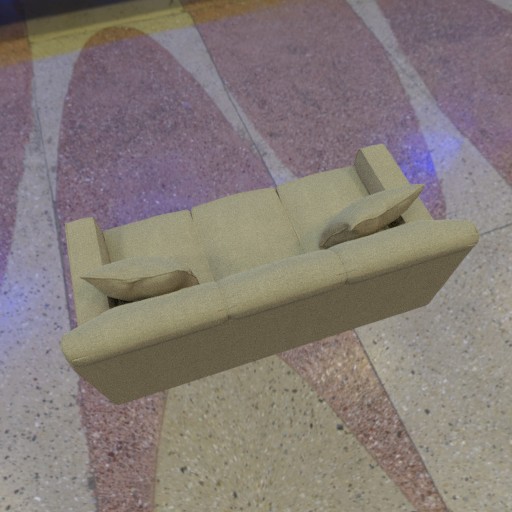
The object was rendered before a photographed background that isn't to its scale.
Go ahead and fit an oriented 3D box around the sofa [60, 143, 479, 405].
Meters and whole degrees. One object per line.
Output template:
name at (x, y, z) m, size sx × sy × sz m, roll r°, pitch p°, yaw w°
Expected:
sofa at (0.000, 0.000, 2.591) m, size 2.024 × 0.958 × 0.997 m, roll -16°, pitch 60°, yaw -9°
